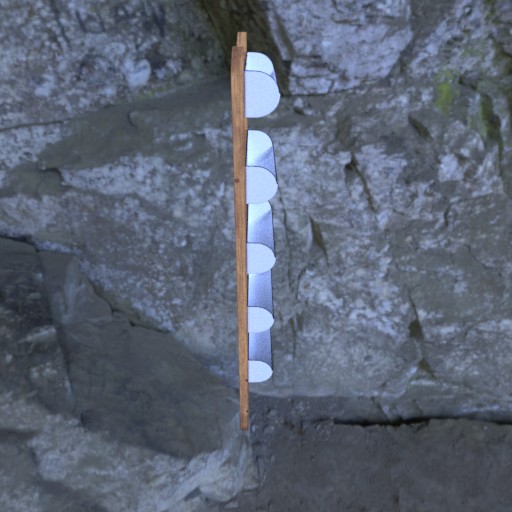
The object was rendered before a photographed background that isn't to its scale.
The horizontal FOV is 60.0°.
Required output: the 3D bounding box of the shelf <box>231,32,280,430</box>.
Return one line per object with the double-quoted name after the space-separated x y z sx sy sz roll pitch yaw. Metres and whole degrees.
0.000 0.000 1.809 0.141 1.600 0.454 0 32 0 "shelf"
